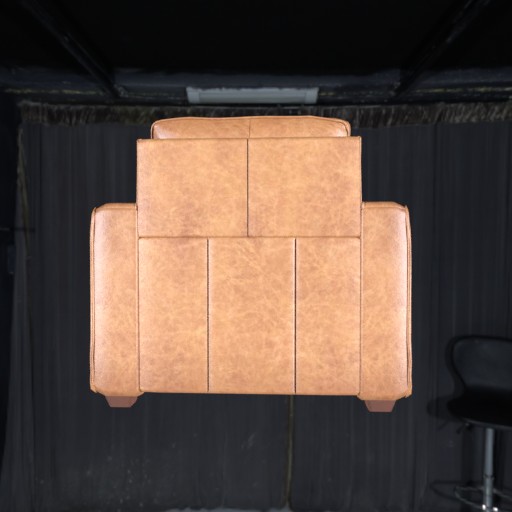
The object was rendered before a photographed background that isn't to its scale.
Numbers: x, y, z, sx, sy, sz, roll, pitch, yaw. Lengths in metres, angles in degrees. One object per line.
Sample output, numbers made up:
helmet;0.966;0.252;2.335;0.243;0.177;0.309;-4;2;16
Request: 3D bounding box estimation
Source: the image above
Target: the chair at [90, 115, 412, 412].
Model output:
chair;0.000;0.000;1.758;0.987;0.901;1.027;0;1;0
